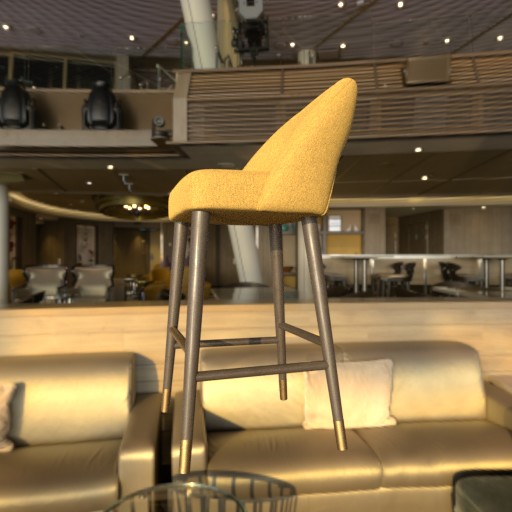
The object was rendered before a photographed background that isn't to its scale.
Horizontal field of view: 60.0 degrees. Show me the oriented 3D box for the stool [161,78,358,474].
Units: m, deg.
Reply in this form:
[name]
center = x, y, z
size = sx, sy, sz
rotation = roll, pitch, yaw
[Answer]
[stool]
center = 0.000, 0.000, 1.339
size = 0.522, 1.032, 0.536
rotation = 0, 0, -17
